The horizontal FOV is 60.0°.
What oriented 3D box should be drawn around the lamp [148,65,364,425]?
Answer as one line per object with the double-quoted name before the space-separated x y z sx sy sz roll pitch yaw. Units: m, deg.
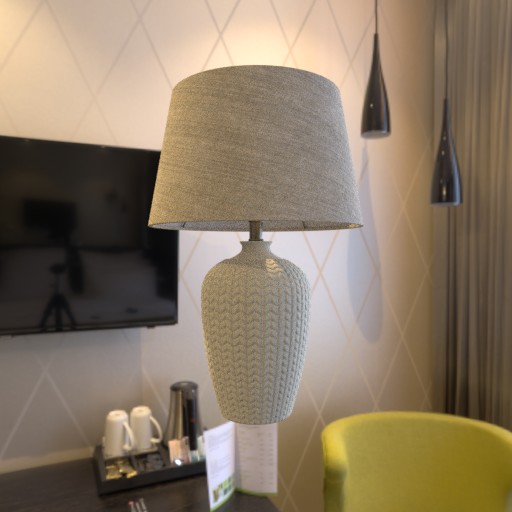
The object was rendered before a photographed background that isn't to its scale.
"lamp" 0.000 0.000 0.825 0.390 0.580 0.390 0 1 0
